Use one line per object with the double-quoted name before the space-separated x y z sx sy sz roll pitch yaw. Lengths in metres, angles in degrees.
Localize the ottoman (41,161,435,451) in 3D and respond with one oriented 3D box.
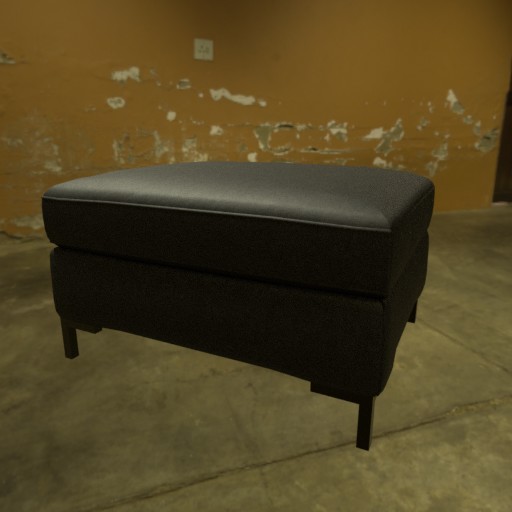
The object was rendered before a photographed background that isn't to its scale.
"ottoman" 0.000 0.000 1.727 1.187 0.696 0.967 8 18 25
